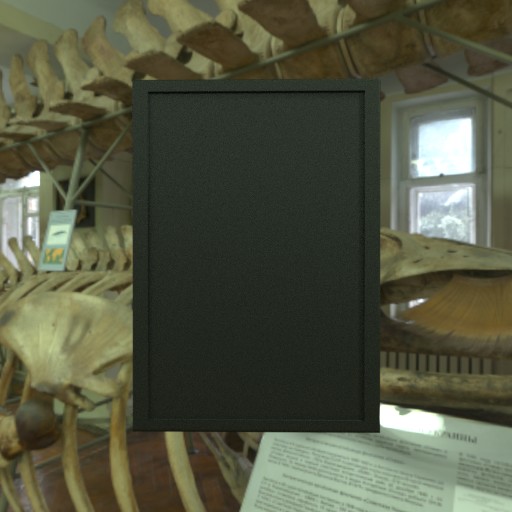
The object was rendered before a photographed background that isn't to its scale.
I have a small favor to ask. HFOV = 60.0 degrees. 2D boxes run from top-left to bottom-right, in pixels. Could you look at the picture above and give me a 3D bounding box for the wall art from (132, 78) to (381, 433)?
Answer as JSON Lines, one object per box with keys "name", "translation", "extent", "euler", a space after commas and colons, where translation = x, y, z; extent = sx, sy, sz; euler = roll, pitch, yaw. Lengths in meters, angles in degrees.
{"name": "wall art", "translation": [0.000, 0.000, 0.548], "extent": [0.303, 0.431, 0.013], "euler": [0, 0, 1]}
